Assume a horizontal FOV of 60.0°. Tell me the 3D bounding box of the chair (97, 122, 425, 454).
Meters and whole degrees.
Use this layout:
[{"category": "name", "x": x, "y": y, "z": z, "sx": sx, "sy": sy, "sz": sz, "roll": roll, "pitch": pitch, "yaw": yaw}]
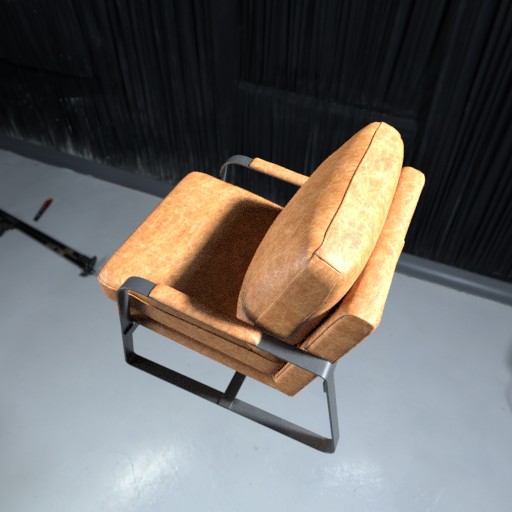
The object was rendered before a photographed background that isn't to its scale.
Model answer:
[{"category": "chair", "x": 0.000, "y": 0.000, "z": 1.352, "sx": 0.801, "sy": 0.777, "sz": 0.651, "roll": 19, "pitch": 50, "yaw": 16}]
